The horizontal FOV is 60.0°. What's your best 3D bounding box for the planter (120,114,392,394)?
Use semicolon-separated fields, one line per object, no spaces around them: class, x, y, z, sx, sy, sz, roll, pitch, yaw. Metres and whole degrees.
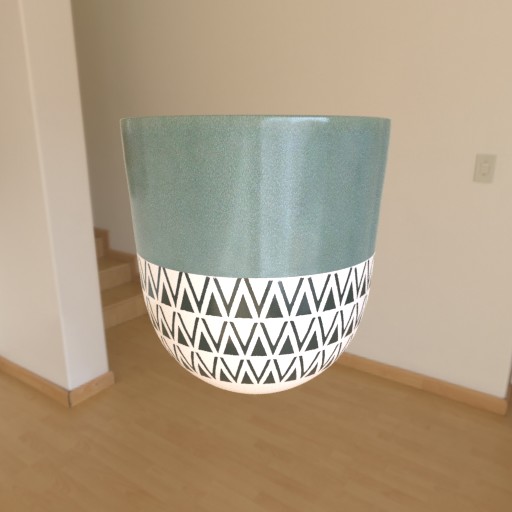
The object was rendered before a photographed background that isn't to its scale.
planter;0.000;0.000;0.364;0.198;0.214;0.198;0;16;0
